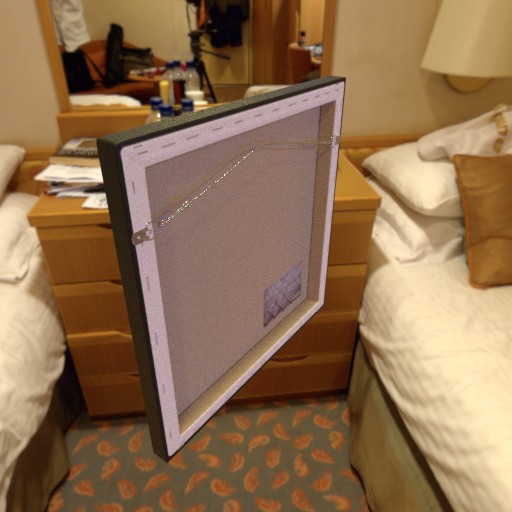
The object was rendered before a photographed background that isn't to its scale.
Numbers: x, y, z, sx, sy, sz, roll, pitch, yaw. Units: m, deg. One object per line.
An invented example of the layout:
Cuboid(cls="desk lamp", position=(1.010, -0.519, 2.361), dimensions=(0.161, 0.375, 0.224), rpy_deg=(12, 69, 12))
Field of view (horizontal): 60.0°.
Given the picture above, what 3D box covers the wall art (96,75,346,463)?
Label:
Cuboid(cls="wall art", position=(0.000, 0.000, 0.899), dimensions=(0.043, 0.611, 0.610), rpy_deg=(21, 36, 31))
